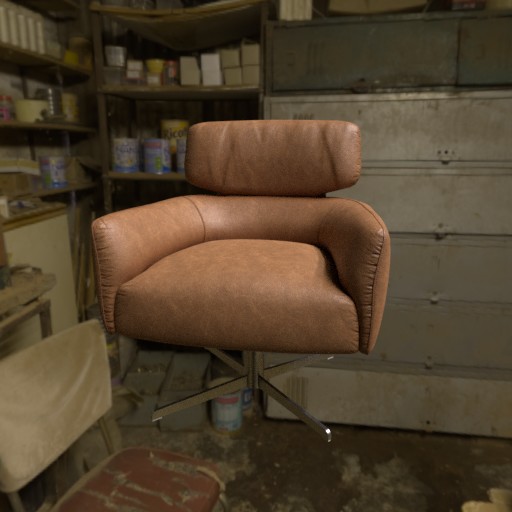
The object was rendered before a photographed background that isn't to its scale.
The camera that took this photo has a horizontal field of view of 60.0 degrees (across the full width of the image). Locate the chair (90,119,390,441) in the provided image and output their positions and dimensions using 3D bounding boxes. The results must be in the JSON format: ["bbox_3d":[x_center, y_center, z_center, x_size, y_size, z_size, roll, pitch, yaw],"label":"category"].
[{"bbox_3d":[0.000,0.000,1.314,0.706,0.812,0.715,2,14,10],"label":"chair"}]
